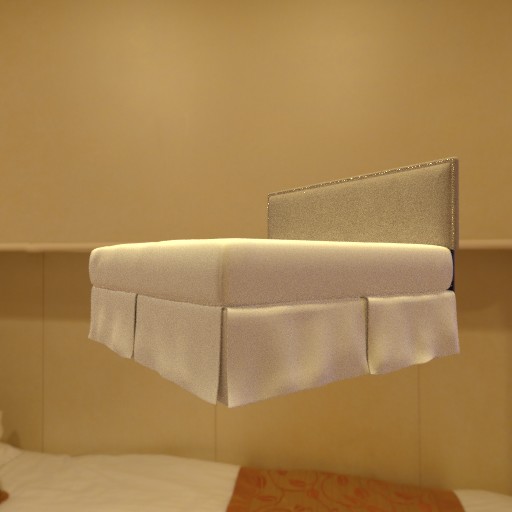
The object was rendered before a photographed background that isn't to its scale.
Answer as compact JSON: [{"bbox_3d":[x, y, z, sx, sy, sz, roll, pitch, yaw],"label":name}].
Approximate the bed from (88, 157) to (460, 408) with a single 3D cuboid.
[{"bbox_3d":[0.000,0.000,3.295,1.914,1.346,2.170,0,-1,-36],"label":"bed"}]
